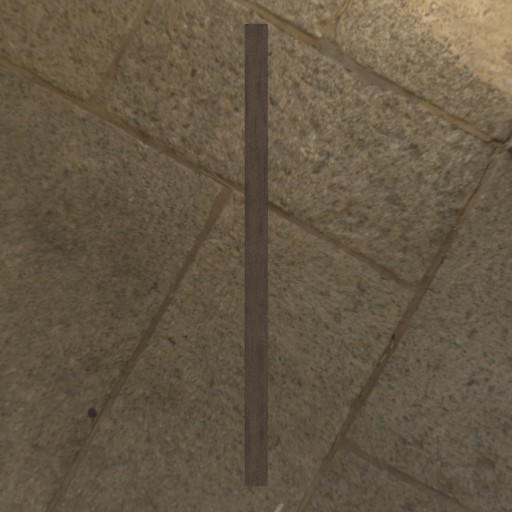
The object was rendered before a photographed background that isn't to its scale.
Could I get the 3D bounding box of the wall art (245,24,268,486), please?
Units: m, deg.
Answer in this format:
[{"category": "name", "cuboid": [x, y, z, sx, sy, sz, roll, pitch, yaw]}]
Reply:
[{"category": "wall art", "cuboid": [0.000, 0.000, 1.111, 0.038, 0.762, 0.762, 0, 89, 0]}]
